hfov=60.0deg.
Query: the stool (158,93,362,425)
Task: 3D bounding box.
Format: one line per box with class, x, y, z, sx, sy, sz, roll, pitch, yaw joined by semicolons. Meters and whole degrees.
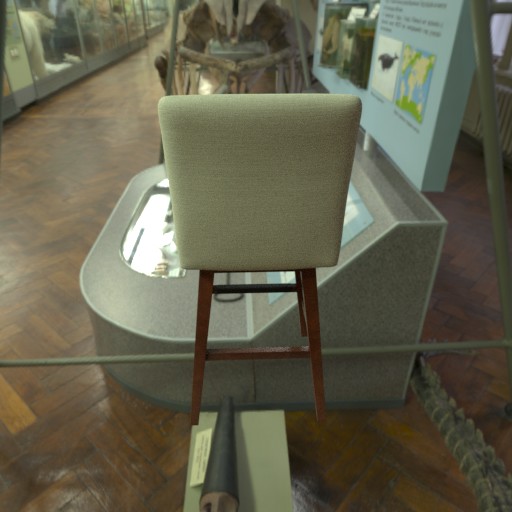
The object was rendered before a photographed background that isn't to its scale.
stool;0.000;0.000;1.444;0.470;1.097;0.559;-1;30;-2
